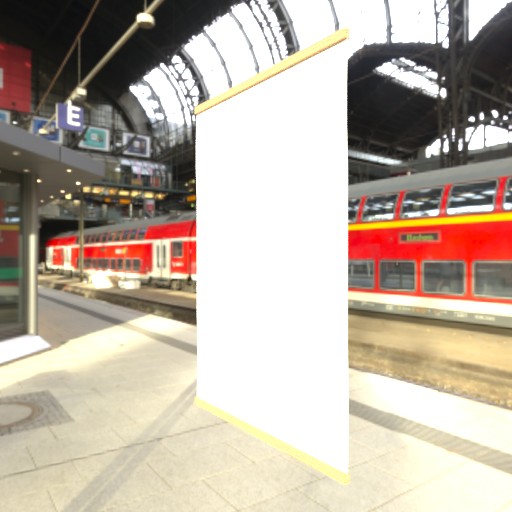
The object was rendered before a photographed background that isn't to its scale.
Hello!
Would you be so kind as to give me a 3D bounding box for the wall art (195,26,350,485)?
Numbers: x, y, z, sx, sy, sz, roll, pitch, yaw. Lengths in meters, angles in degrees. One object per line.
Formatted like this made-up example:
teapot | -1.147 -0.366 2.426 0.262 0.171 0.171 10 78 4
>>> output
wall art | 0.000 0.000 1.880 0.025 1.521 1.011 0 0 -37
